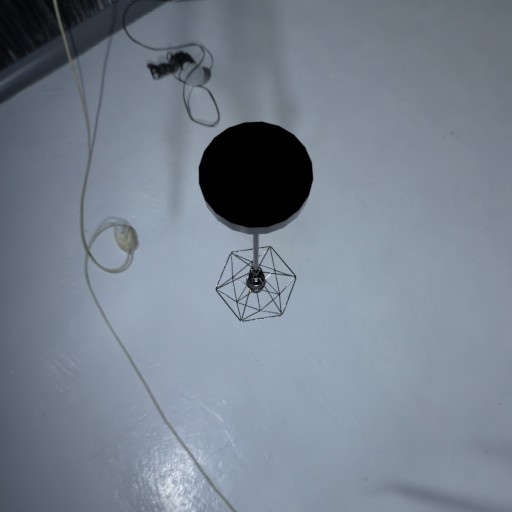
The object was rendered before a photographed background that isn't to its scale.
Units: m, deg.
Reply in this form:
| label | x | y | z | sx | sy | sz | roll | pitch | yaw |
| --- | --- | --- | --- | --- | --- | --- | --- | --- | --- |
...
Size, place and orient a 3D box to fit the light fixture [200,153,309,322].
| label | x | y | z | sx | sy | sz | roll | pitch | yaw |
| --- | --- | --- | --- | --- | --- | --- | --- | --- | --- |
| light fixture | 0.000 | 0.000 | 1.986 | 0.431 | 1.764 | 0.487 | -38 | 79 | -9 |
